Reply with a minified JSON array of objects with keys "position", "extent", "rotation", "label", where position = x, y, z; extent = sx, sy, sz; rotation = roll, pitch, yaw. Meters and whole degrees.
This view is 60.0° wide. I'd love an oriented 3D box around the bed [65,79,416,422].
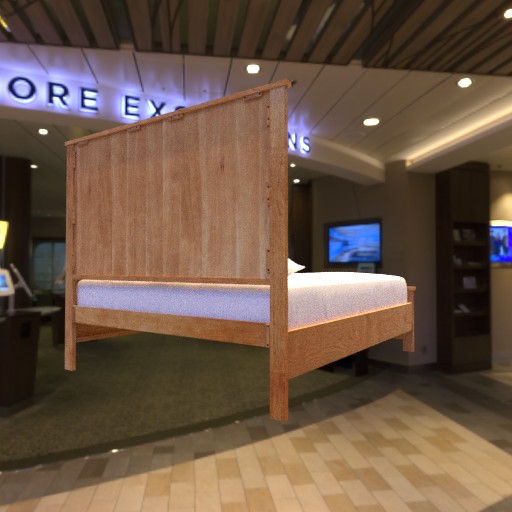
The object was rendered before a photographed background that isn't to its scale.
[{"position":[0.000,0.000,4.168],"extent":[2.225,1.938,2.530],"rotation":[-1,-2,35],"label":"bed"}]
